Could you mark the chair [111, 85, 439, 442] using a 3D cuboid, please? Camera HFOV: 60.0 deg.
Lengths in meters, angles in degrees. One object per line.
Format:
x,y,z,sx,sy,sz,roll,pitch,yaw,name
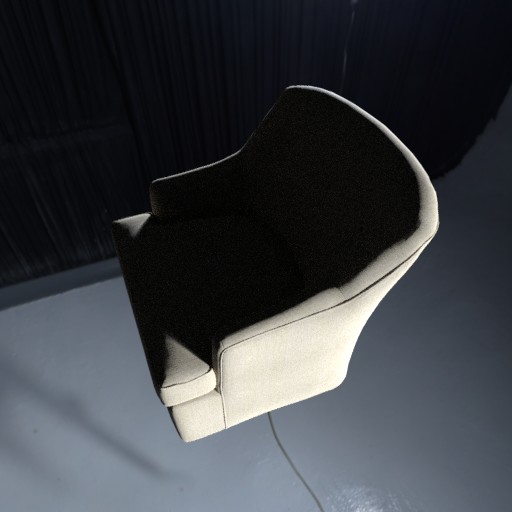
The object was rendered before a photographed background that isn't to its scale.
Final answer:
0.000,0.000,1.587,0.923,0.856,0.864,-17,49,-15,chair
